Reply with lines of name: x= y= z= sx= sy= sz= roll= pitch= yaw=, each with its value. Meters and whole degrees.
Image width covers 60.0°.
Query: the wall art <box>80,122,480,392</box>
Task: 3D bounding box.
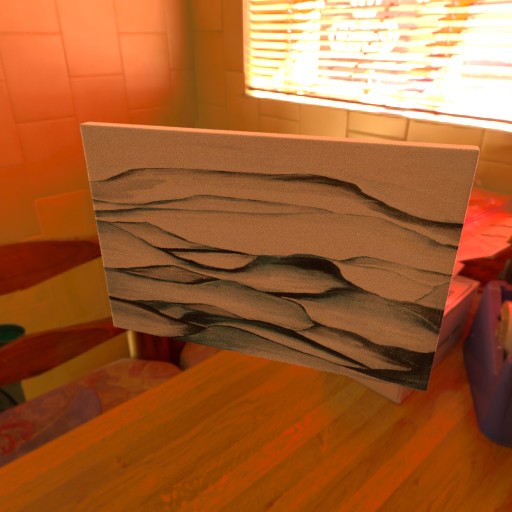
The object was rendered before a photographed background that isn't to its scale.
wall art: x=0.000 y=0.000 z=1.124 sx=0.914 sy=0.609 sz=0.039 roll=8 pitch=27 yaw=16
